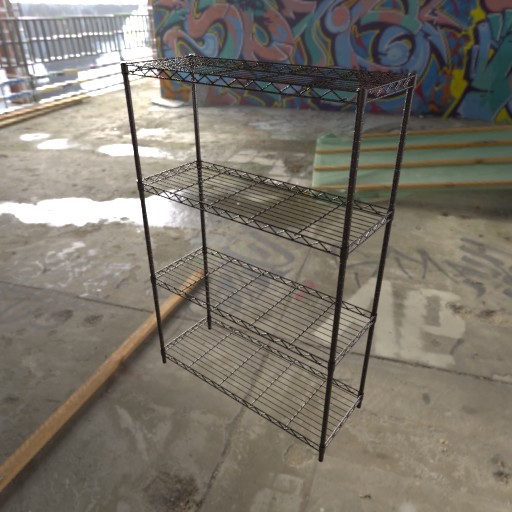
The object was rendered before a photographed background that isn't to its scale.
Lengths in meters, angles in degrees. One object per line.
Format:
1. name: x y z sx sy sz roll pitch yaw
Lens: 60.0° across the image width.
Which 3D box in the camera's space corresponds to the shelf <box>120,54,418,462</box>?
1. shelf: 0.000 0.000 1.723 0.907 1.361 0.352 21 36 32
